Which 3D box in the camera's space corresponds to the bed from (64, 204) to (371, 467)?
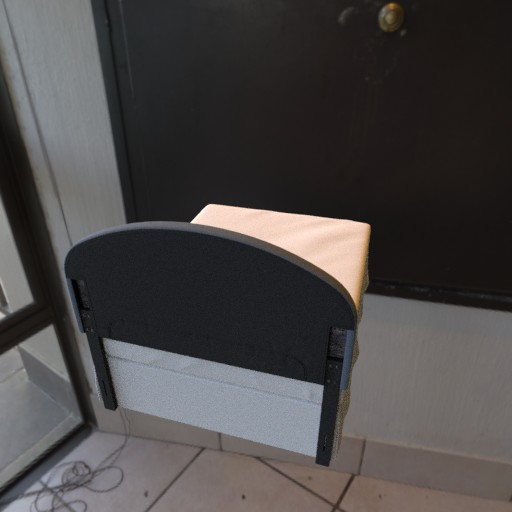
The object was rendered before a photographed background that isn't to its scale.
[{"bbox_3d":[0.000,0.000,3.141,1.607,1.410,2.005,9,32,14],"label":"bed"}]
